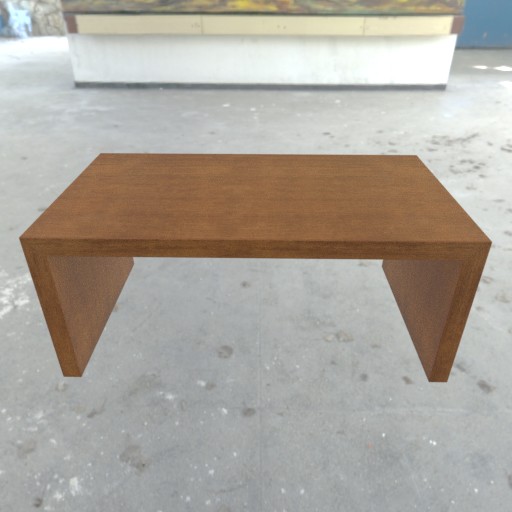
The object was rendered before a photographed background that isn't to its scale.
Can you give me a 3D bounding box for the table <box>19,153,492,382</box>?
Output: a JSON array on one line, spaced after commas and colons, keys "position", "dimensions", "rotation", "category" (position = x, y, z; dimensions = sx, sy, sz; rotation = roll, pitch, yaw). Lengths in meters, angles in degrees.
[{"position": [0.000, 0.000, 1.277], "dimensions": [1.000, 0.419, 0.549], "rotation": [1, 32, 1], "category": "table"}]
